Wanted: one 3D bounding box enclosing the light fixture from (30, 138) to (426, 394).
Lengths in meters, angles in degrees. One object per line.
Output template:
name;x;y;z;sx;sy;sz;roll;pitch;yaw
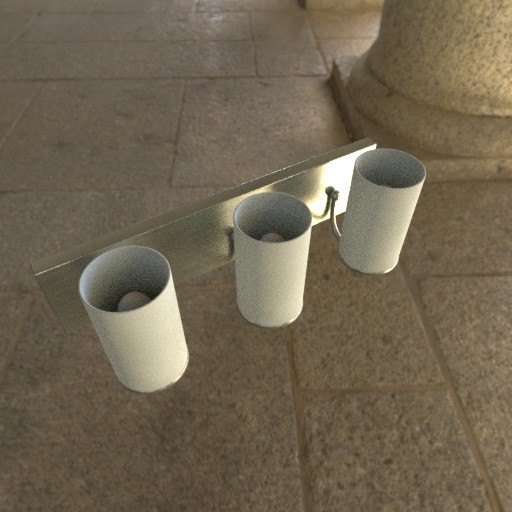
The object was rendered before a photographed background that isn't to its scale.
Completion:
light fixture;0.000;0.000;0.524;0.451;0.172;0.145;-24;51;-21
